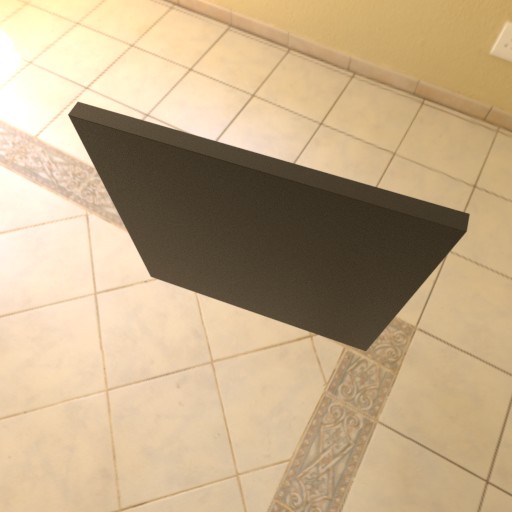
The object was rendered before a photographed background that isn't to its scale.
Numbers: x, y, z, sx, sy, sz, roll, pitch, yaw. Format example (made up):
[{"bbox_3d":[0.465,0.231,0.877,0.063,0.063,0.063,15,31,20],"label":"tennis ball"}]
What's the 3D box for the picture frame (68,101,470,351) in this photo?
[{"bbox_3d":[0.000,0.000,0.840,0.559,0.557,0.029,18,64,9],"label":"picture frame"}]
